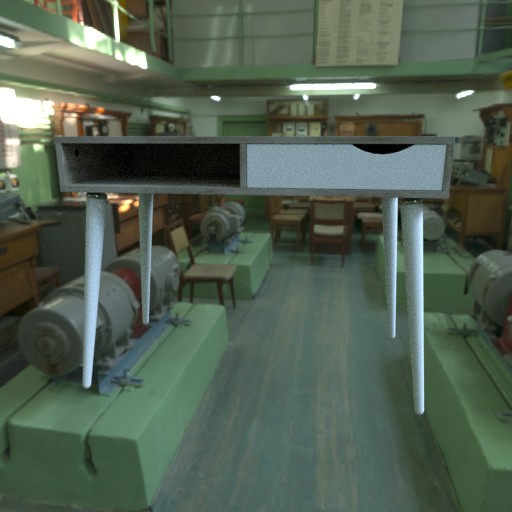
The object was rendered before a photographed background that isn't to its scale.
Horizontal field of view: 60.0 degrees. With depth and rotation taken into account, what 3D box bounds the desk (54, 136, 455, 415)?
[{"bbox_3d":[0.000,0.000,1.389,0.979,0.723,0.491,2,15,8],"label":"desk"}]
